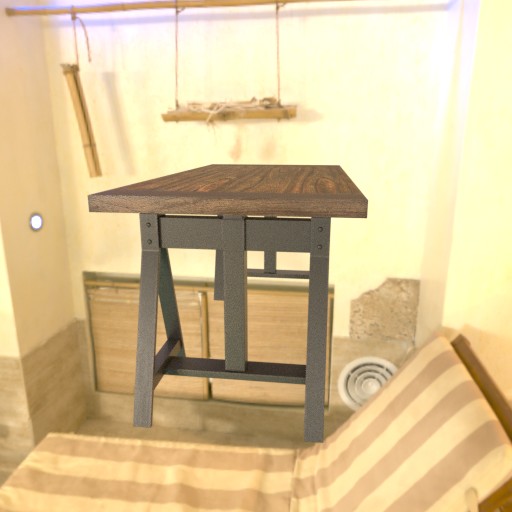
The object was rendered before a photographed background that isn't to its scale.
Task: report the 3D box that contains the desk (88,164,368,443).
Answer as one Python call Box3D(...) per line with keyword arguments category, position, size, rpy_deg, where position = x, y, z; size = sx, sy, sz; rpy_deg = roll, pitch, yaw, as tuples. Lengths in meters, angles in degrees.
Box3D(category="desk", position=(0.000, 0.000, 2.005), size=(0.784, 0.725, 1.543), rpy_deg=(2, 15, 7))
